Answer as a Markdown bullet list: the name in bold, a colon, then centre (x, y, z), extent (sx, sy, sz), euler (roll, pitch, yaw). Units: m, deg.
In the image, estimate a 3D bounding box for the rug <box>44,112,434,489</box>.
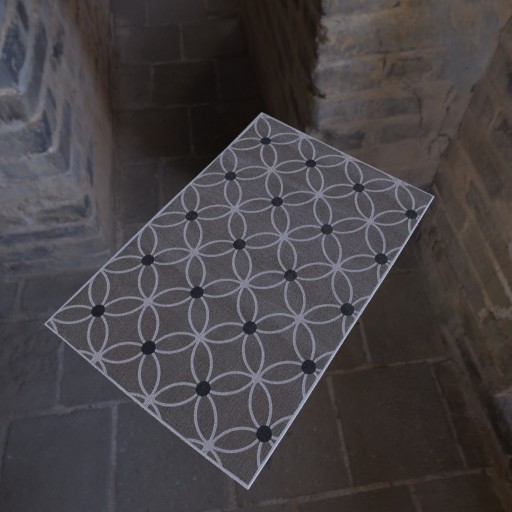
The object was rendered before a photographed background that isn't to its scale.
- **rug**: centre (0.000, 0.000, 2.909), extent (1.522, 0.008, 2.284), euler (31, 64, 17)
